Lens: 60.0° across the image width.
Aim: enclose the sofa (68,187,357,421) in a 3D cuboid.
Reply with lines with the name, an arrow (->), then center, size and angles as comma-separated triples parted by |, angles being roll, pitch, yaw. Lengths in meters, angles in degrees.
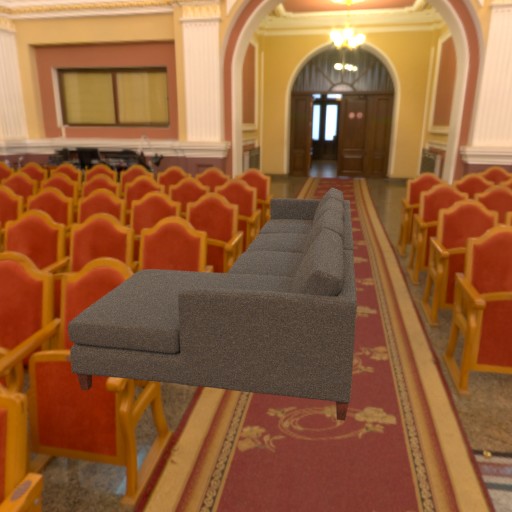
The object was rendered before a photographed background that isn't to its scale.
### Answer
sofa -> 0.000, 0.000, 3.861 | 1.625, 0.846, 3.186 | 3, 17, 10
